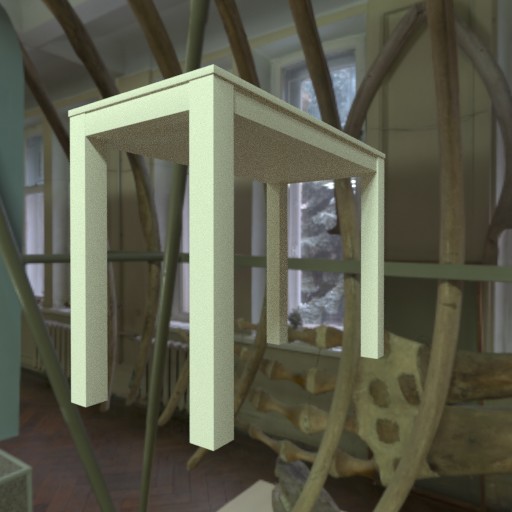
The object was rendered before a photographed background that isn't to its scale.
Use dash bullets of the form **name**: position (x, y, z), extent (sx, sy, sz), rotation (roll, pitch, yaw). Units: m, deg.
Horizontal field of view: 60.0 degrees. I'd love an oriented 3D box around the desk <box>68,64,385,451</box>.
- **desk**: position (0.000, 0.000, 1.418), extent (0.497, 0.762, 0.990), rotation (0, 1, 35)
